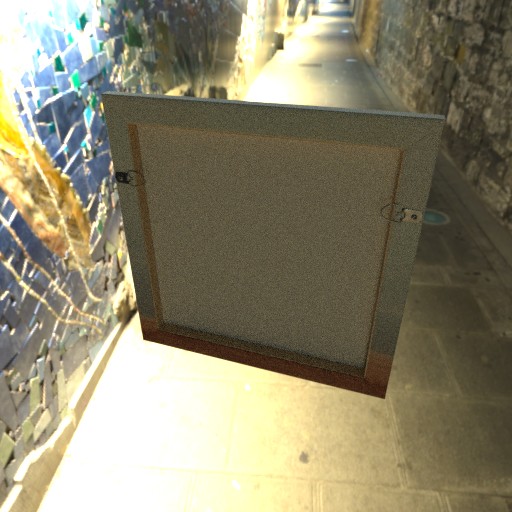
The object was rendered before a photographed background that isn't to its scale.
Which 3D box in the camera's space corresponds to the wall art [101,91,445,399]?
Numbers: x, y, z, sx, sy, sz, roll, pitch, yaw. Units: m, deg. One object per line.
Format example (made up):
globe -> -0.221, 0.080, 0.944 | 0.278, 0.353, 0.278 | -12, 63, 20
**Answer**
wall art -> 0.000, 0.000, 0.910 | 0.605, 0.605, 0.034 | 10, 32, 16
